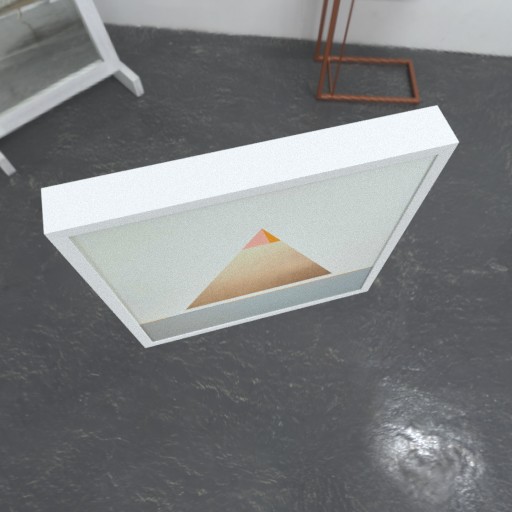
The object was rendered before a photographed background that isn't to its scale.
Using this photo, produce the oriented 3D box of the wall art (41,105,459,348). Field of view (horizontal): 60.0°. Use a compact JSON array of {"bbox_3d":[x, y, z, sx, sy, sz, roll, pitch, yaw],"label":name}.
[{"bbox_3d":[0.000,0.000,0.460,0.305,0.304,0.038,-13,65,-6],"label":"wall art"}]
